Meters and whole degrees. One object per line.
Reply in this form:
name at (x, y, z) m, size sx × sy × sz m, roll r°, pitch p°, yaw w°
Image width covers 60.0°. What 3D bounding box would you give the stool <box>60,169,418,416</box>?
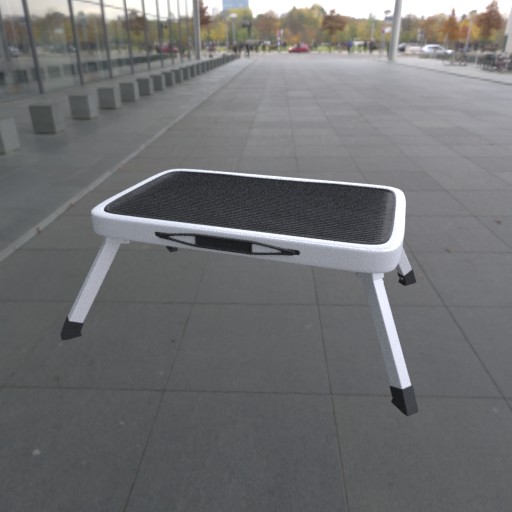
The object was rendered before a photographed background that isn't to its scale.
stool at (0.000, 0.000, 0.630) m, size 0.460 × 0.170 × 0.320 m, roll 8°, pitch 27°, yaw 16°
